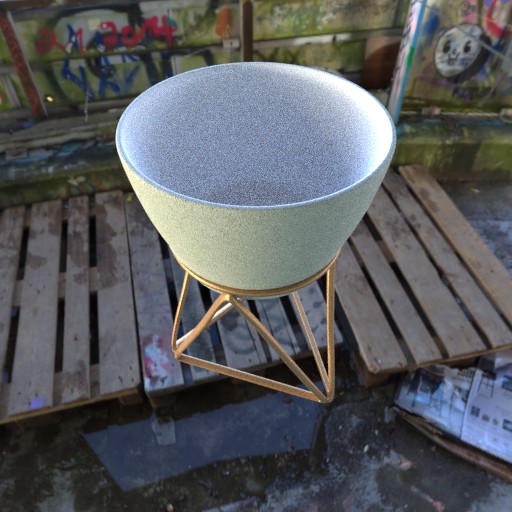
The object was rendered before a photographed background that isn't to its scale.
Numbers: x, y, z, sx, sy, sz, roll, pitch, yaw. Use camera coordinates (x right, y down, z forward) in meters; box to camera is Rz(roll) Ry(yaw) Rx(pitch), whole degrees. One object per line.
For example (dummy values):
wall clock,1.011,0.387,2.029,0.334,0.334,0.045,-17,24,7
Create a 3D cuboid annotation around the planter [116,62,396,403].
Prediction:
planter,0.000,0.000,0.747,0.350,0.504,0.350,-9,47,-9
